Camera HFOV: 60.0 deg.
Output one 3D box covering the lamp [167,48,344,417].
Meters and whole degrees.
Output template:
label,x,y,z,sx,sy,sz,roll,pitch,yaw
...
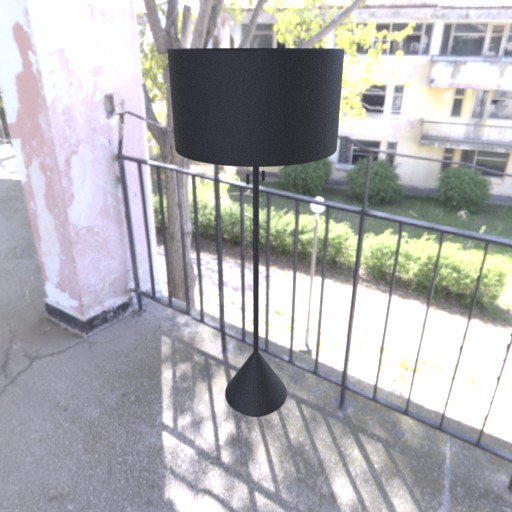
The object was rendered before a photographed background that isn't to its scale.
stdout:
label,x,y,z,sx,sy,sz,roll,pitch,yaw
lamp,0.000,0.000,1.801,0.580,1.526,0.580,17,30,31
